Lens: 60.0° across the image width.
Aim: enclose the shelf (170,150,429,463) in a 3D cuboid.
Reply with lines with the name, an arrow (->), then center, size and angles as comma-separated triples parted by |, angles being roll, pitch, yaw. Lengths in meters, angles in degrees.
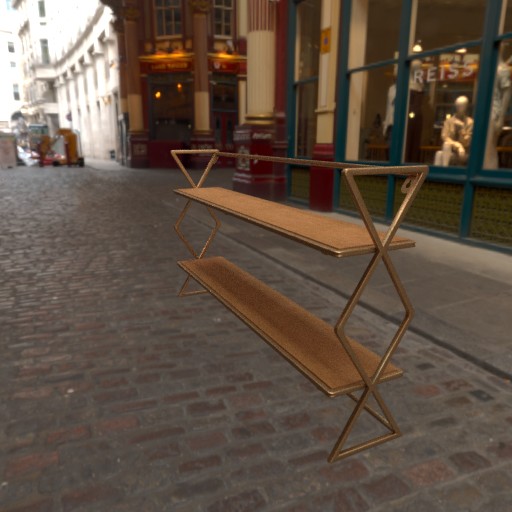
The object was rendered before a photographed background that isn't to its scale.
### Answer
shelf -> 0.000, 0.000, 1.015 | 0.150, 0.450, 0.822 | -7, 17, -25
